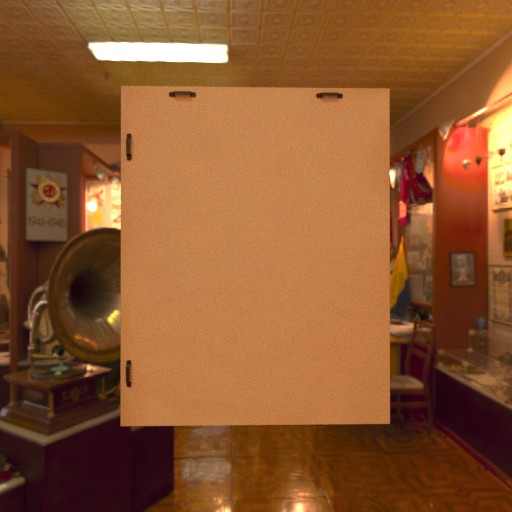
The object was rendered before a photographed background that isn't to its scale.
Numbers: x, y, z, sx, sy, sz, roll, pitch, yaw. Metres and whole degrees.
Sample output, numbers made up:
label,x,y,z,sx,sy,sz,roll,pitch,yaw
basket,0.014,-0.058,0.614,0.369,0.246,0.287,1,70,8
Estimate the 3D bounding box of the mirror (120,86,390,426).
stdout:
label,x,y,z,sx,sy,sz,roll,pitch,yaw
mirror,0.000,0.000,0.682,0.406,0.509,0.041,0,0,-1
